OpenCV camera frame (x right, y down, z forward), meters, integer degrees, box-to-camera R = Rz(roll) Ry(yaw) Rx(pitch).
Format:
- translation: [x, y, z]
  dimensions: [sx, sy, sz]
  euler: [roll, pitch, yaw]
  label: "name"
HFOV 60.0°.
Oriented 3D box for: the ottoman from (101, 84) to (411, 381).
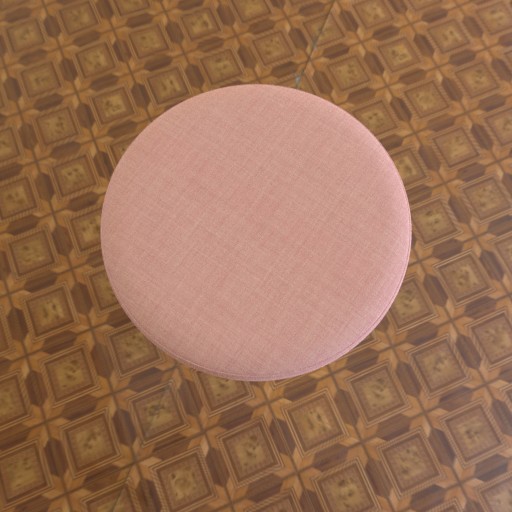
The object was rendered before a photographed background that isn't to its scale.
- translation: [0.000, 0.000, 0.741]
  dimensions: [0.400, 0.406, 0.400]
  euler: [0, 75, 0]
  label: "ottoman"
